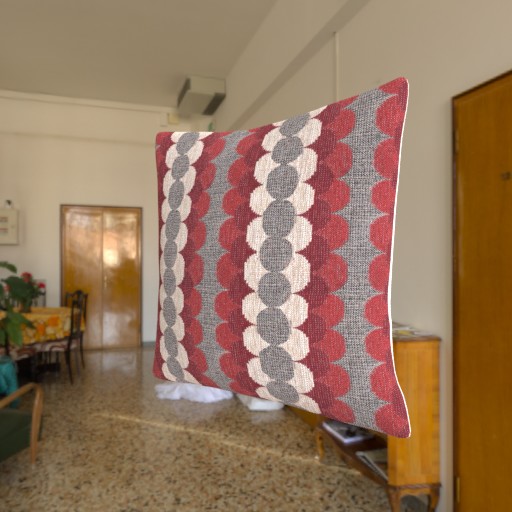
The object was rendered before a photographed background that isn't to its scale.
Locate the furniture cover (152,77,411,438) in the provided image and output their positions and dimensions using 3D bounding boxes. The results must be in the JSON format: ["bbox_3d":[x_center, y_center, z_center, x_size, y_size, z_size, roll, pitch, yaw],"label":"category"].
[{"bbox_3d":[0.000,0.000,0.633,0.435,0.420,0.145,0,0,36],"label":"furniture cover"}]
